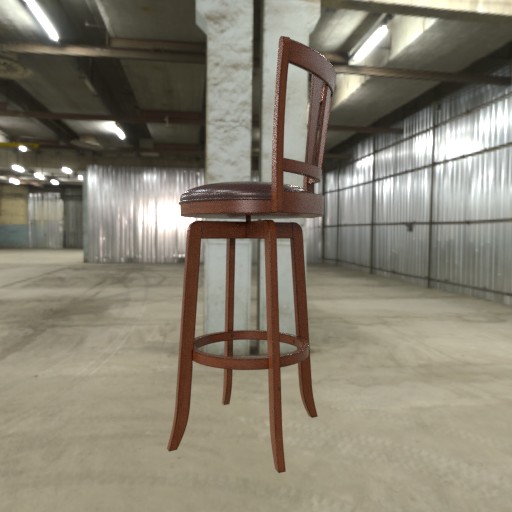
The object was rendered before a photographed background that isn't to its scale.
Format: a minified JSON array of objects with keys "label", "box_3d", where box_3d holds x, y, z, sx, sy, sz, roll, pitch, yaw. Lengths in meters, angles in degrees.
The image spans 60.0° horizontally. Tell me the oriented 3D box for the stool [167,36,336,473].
[{"label":"stool","box_3d":[0.000,0.000,1.449,0.503,1.177,0.464,1,3,21]}]
